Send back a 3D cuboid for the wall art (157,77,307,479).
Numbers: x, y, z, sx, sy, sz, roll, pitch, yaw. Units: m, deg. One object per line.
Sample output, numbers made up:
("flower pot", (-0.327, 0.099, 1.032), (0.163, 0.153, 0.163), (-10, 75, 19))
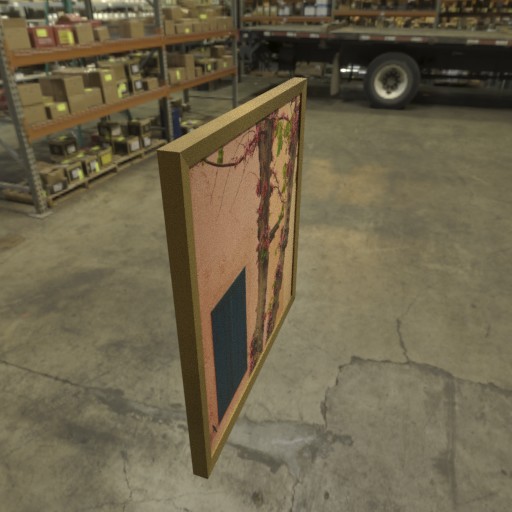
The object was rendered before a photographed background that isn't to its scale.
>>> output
("wall art", (0.000, 0.000, 1.144), (0.038, 0.762, 0.762), (10, 31, 17))
